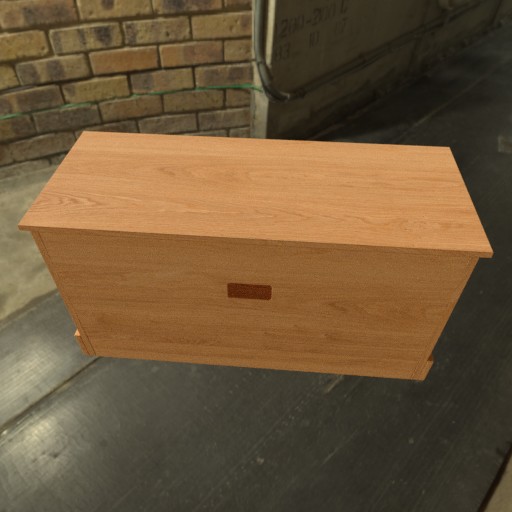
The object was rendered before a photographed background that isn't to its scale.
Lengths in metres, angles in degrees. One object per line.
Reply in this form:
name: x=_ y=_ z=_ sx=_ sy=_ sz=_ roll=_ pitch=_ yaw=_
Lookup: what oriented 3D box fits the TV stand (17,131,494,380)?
TV stand: x=0.000 y=0.000 z=1.348 sx=1.080 sy=0.550 sz=0.440 roll=3 pitch=45 yaw=3
